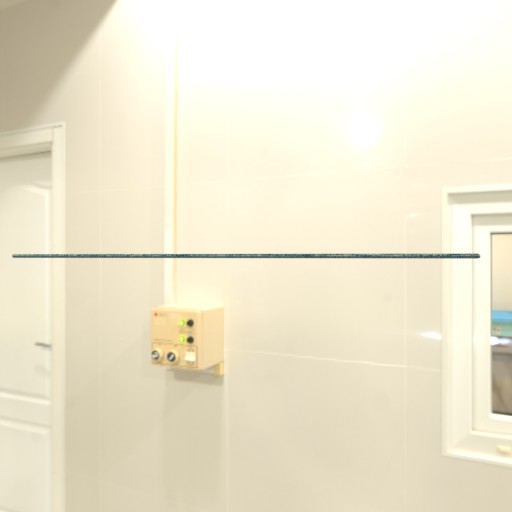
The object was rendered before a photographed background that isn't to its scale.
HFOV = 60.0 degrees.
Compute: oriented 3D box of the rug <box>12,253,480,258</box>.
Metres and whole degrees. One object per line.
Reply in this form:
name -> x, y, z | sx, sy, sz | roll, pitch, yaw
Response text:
rug -> 0.000, 0.000, 2.222 | 1.829, 0.016, 1.219 | 0, 0, 17
